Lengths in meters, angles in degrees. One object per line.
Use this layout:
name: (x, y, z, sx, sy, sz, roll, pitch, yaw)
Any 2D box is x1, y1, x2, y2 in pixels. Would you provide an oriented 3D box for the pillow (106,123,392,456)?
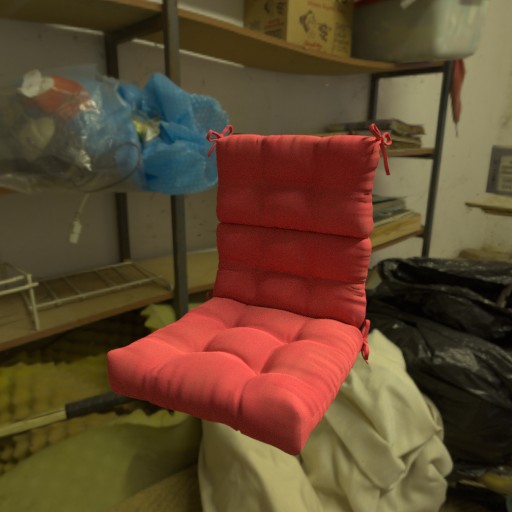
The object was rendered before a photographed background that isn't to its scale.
pillow: (0.000, 0.000, 1.054, 0.519, 0.605, 0.571, 8, 18, 27)
